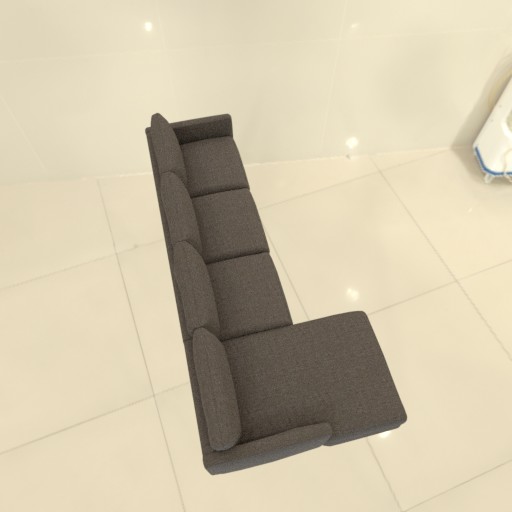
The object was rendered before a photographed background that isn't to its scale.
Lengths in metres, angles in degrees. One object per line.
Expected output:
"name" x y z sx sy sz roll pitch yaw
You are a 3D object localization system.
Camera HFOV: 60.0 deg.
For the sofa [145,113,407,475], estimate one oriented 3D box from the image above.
"sofa" 0.000 0.000 3.285 1.258 0.754 2.731 -12 60 -7
